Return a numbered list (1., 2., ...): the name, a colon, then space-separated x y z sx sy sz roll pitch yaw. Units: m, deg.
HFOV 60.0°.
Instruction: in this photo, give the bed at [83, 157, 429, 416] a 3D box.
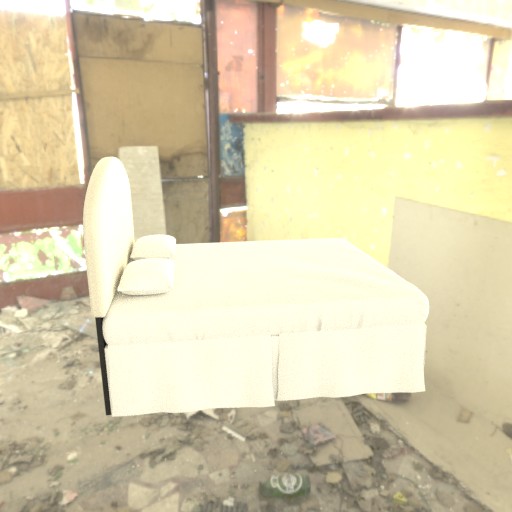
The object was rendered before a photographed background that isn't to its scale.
1. bed: 0.000 0.000 3.188 2.005 1.410 1.607 -3 16 -9
